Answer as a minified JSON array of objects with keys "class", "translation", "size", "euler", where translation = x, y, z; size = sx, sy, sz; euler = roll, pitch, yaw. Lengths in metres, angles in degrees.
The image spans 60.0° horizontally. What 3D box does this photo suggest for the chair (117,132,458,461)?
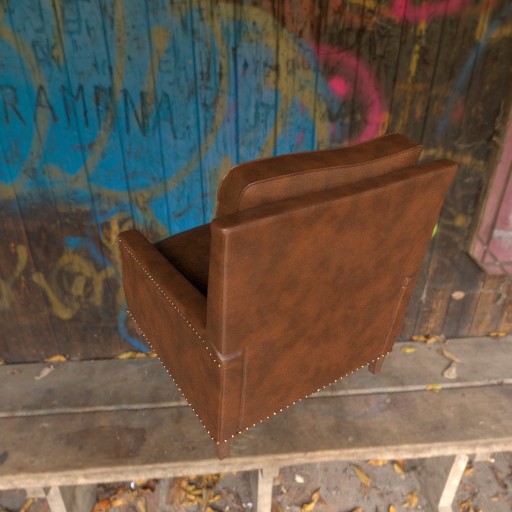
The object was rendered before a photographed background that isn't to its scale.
[{"class":"chair","translation":[0.000,0.000,1.771],"size":[0.854,1.054,1.035],"euler":[-18,34,-28]}]
